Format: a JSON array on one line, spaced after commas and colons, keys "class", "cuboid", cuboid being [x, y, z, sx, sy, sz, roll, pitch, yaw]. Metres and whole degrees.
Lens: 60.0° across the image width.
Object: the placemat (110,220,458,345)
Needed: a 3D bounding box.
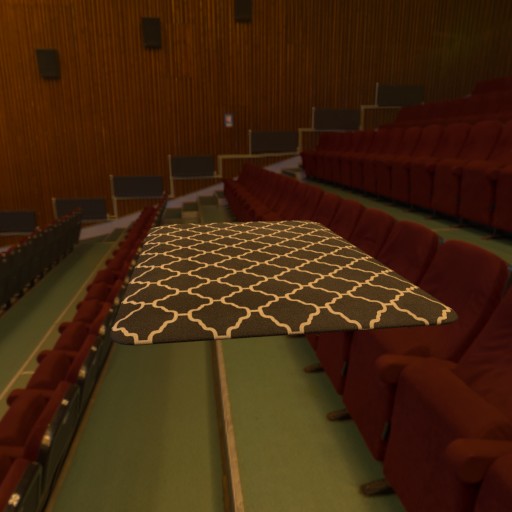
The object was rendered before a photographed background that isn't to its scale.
[{"class": "placemat", "cuboid": [0.000, 0.000, 0.966, 0.508, 0.021, 0.762, -2, 15, -8]}]
